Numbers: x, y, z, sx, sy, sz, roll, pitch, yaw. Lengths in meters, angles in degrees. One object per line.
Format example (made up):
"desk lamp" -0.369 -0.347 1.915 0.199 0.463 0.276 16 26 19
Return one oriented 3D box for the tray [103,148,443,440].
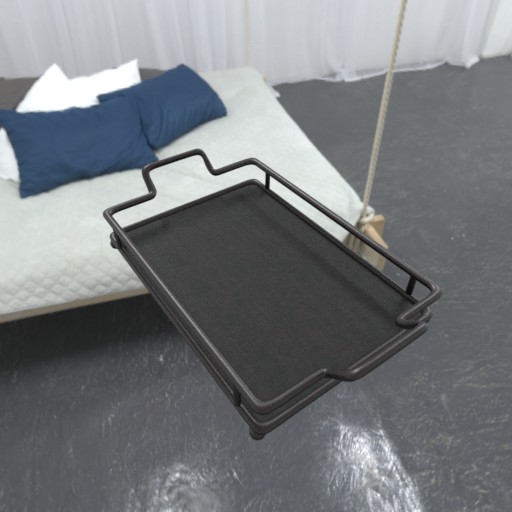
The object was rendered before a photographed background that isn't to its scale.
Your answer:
"tray" 0.000 0.000 0.636 0.297 0.101 0.495 -26 48 -26
